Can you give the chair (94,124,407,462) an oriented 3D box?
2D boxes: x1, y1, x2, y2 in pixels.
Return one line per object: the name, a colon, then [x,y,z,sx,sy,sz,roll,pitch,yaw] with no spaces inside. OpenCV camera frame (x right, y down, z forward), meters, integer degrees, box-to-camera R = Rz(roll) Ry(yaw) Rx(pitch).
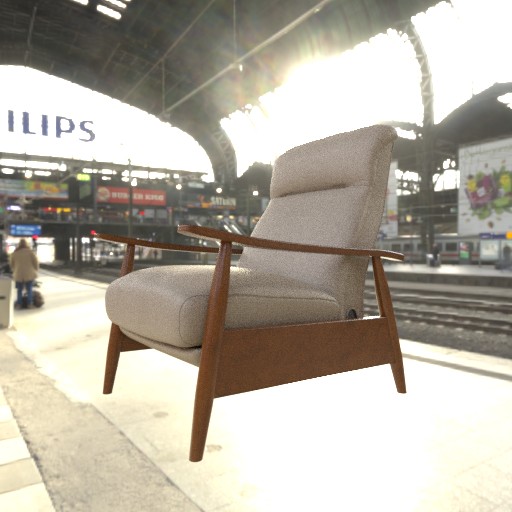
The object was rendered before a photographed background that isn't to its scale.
chair: [0.000,0.000,1.753,1.032,1.082,0.762,0,1,-37]
